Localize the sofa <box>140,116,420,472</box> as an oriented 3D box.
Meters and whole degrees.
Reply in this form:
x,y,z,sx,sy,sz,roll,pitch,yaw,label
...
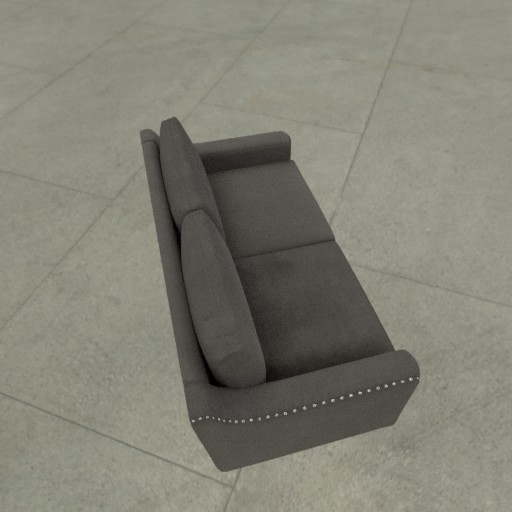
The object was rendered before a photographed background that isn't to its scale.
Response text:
x,y,z,sx,sy,sz,roll,pitch,yaw,label
0.000,0.000,3.298,1.336,1.196,2.550,-11,49,-10,sofa
